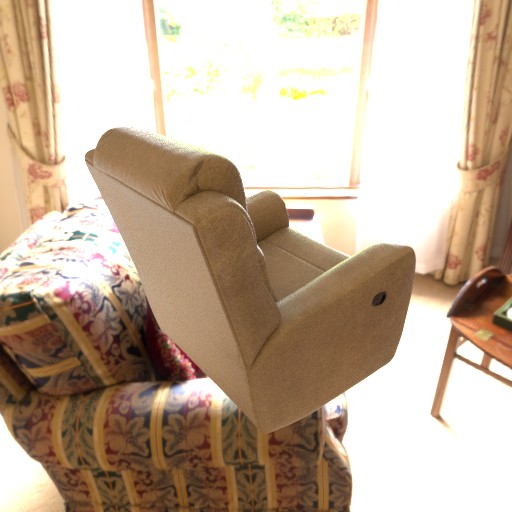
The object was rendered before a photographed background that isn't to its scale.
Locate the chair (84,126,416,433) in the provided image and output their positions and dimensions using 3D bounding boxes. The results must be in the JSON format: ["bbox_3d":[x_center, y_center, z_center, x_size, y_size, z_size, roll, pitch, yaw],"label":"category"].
[{"bbox_3d":[0.000,0.000,1.919,1.068,1.116,0.965,-20,33,-33],"label":"chair"}]
